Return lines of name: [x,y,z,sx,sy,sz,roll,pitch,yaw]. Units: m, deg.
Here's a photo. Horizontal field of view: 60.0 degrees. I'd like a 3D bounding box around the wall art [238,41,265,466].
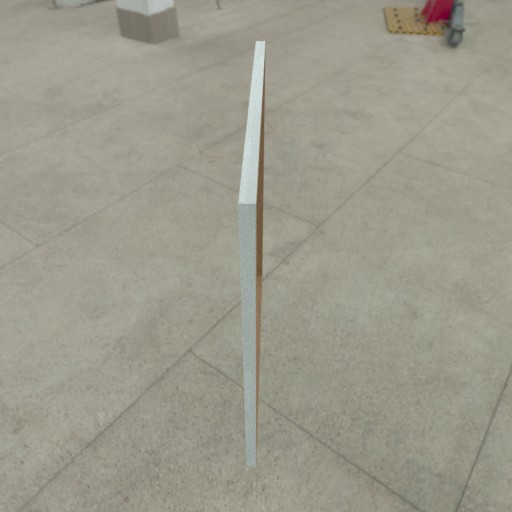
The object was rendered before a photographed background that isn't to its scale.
wall art: [0.000,0.000,0.975,0.021,0.710,0.609,1,42,1]
